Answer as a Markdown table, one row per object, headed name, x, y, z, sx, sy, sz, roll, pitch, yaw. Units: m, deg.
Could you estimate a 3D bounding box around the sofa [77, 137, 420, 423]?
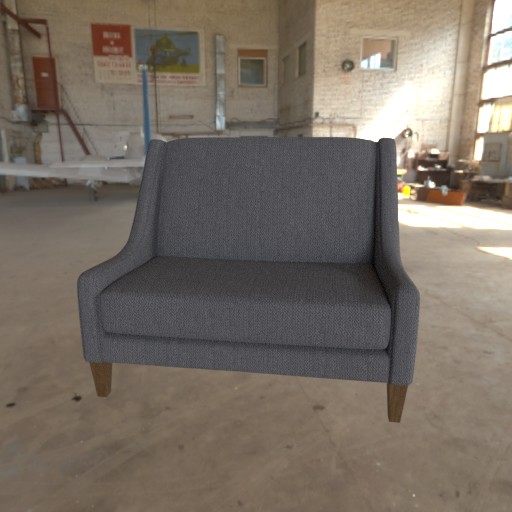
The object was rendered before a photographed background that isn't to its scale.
| name | x | y | z | sx | sy | sz | roll | pitch | yaw |
| --- | --- | --- | --- | --- | --- | --- | --- | --- | --- |
| sofa | 0.000 | 0.000 | 1.932 | 1.242 | 1.022 | 0.873 | 2 | 14 | 8 |
